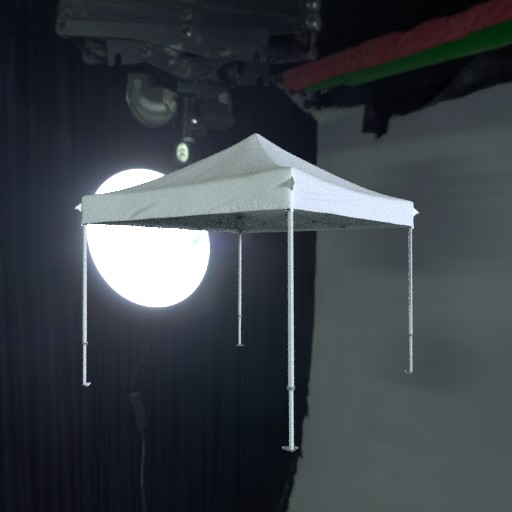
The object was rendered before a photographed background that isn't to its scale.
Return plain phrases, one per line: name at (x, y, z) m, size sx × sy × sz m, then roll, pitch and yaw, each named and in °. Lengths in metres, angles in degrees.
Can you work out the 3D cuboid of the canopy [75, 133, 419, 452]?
canopy at (0.000, 0.000, 5.428) m, size 2.996 × 2.998 × 2.994 m, roll 0°, pitch 0°, yaw 37°
